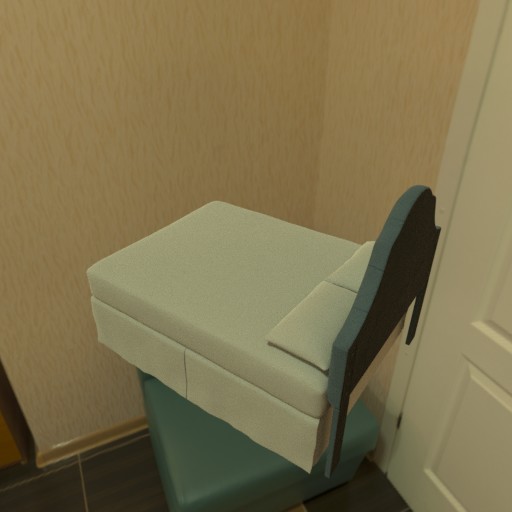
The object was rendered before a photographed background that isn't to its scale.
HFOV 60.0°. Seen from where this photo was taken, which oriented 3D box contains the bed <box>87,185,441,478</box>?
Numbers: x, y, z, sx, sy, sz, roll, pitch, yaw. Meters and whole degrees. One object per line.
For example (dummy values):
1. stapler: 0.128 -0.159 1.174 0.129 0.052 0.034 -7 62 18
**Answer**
1. bed: 0.000 0.000 3.276 2.155 1.575 1.636 21 37 30
